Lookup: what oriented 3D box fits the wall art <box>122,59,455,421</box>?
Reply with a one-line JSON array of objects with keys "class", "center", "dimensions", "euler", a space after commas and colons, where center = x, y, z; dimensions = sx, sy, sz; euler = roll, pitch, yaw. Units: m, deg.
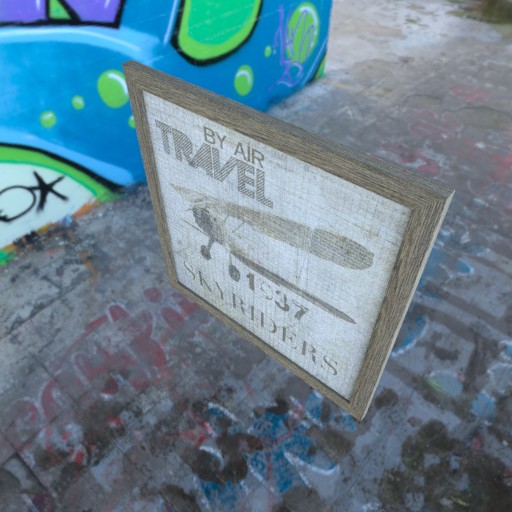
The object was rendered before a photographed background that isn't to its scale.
[{"class": "wall art", "center": [0.000, 0.000, 0.737], "dimensions": [0.508, 0.508, 0.019], "euler": [31, 53, 27]}]
